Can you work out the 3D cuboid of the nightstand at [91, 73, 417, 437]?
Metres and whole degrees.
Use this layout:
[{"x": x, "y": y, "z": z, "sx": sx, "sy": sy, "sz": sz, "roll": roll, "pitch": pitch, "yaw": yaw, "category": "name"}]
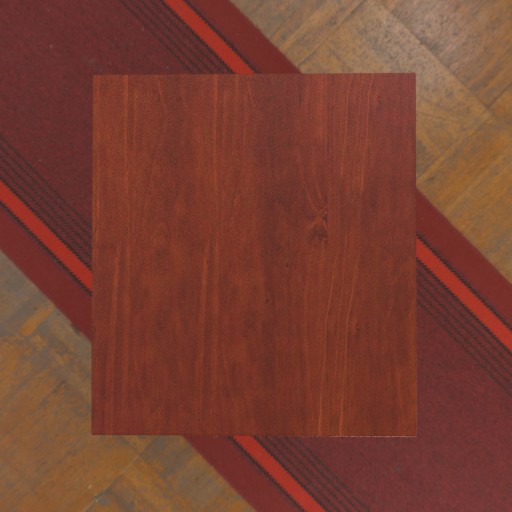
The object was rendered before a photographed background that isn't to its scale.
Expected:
[{"x": 0.000, "y": 0.000, "z": 0.960, "sx": 0.501, "sy": 0.558, "sz": 0.558, "roll": 0, "pitch": 89, "yaw": 1, "category": "nightstand"}]
